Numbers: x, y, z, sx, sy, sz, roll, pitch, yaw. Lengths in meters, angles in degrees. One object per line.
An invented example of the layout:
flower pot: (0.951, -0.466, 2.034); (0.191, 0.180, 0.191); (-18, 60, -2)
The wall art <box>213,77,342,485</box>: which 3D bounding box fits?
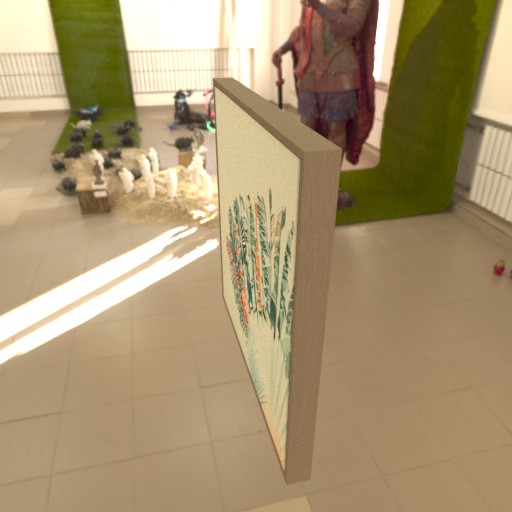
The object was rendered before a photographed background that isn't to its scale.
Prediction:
wall art: (0.000, 0.000, 0.758); (0.038, 0.506, 0.508); (-7, 30, -13)
